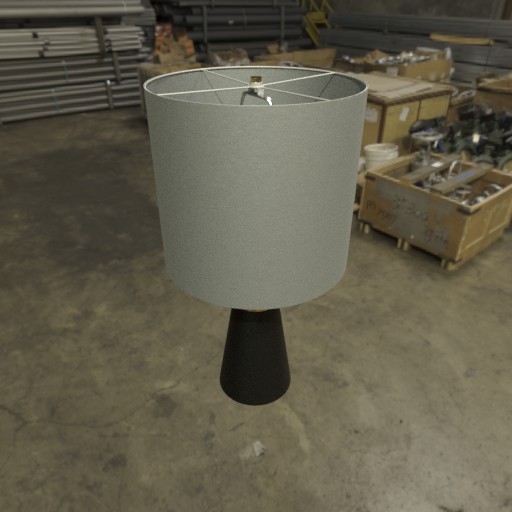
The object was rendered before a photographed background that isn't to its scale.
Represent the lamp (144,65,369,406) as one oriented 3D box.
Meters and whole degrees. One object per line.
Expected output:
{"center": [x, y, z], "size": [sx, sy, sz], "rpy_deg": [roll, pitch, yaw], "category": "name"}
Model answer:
{"center": [0.000, 0.000, 0.766], "size": [0.308, 0.580, 0.308], "rpy_deg": [-20, 36, -30], "category": "lamp"}
